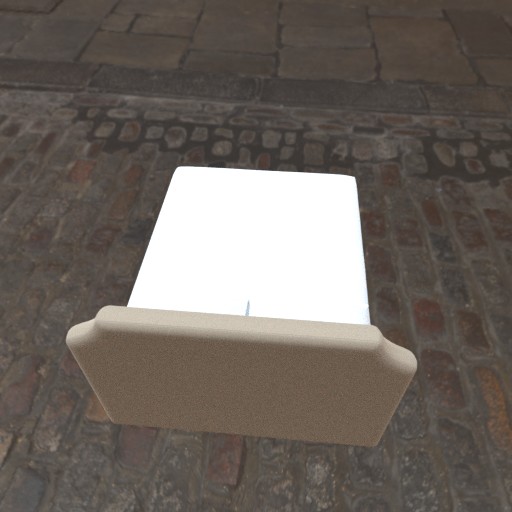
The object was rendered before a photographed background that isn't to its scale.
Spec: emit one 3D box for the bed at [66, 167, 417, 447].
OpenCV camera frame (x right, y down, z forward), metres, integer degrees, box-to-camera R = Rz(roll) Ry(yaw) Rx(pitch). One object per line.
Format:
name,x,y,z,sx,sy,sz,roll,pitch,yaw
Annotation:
bed,0.000,0.000,3.299,1.828,1.301,2.204,4,48,3
